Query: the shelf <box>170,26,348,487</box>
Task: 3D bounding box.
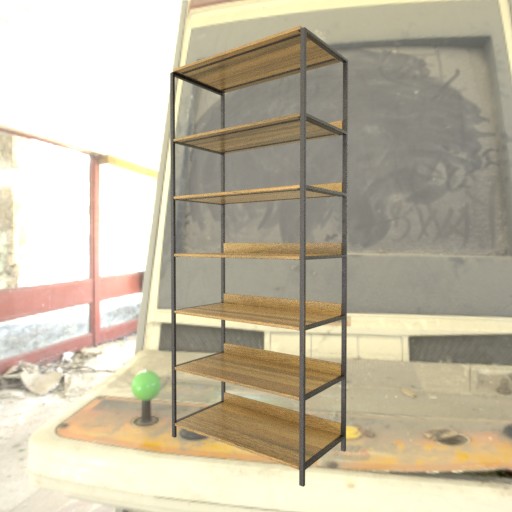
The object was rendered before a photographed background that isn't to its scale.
[{"bbox_3d":[0.000,0.000,2.354,0.847,2.015,0.431,1,2,37],"label":"shelf"}]
